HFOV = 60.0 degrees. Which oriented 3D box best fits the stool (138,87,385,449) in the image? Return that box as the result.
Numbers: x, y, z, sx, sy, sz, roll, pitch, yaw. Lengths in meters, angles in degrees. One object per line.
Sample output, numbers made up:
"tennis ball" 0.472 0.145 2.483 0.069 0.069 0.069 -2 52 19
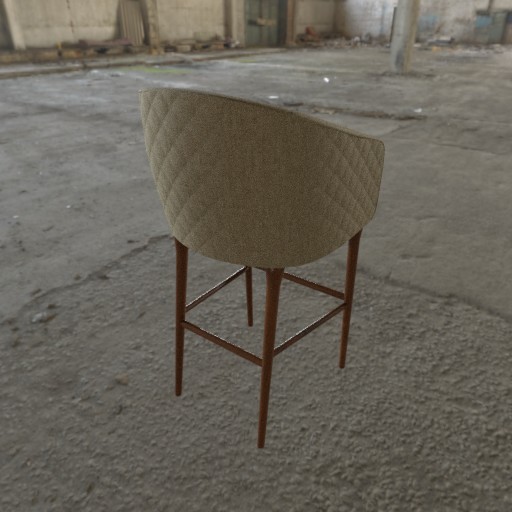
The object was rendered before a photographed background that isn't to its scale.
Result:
"stool" 0.000 0.000 1.434 0.559 1.078 0.607 19 34 32
